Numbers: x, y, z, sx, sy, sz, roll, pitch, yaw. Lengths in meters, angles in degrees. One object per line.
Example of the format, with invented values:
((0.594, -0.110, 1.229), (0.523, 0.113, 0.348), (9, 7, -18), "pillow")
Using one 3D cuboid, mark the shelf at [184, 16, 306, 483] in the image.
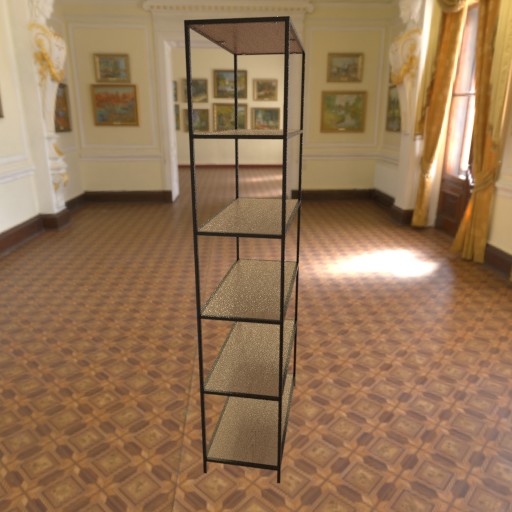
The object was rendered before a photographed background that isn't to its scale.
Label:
((0.000, 0.000, 2.072), (0.350, 1.850, 0.770), (3, 18, 9), "shelf")
